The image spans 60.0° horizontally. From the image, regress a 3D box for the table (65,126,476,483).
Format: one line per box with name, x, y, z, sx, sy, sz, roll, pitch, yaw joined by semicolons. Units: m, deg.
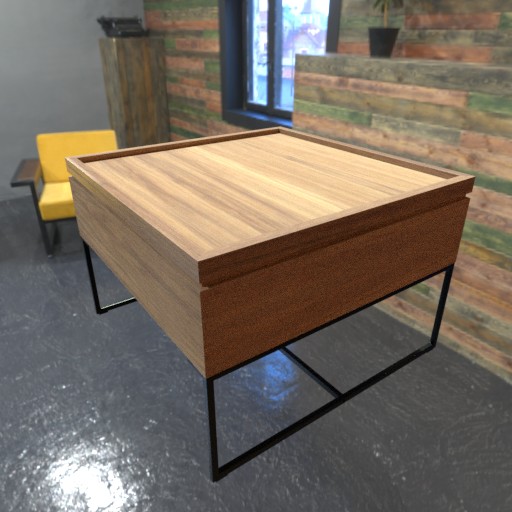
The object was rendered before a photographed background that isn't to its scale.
table;0.000;0.000;1.126;0.676;0.464;0.679;-18;32;-31
